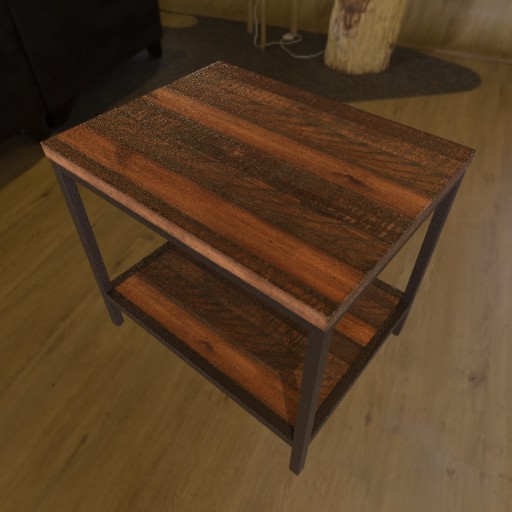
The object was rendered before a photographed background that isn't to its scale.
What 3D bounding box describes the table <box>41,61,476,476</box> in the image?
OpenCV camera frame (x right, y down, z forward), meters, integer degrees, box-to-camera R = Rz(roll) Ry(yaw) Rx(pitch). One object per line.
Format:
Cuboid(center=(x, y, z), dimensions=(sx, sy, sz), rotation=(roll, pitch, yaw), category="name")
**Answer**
Cuboid(center=(0.000, 0.000, 1.086), dimensions=(0.678, 0.612, 0.524), rotation=(30, 53, 27), category="table")
